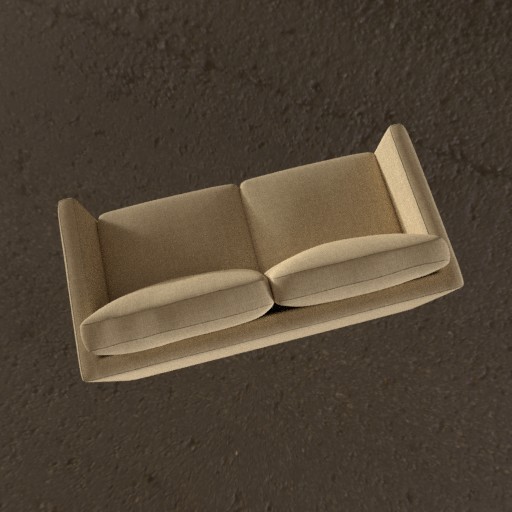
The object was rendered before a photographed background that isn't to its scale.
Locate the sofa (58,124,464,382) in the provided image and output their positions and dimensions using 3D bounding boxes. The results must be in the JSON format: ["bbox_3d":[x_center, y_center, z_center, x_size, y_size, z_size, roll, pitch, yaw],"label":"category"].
[{"bbox_3d":[0.000,0.000,2.452,1.884,0.963,0.950,-14,75,-4],"label":"sofa"}]
